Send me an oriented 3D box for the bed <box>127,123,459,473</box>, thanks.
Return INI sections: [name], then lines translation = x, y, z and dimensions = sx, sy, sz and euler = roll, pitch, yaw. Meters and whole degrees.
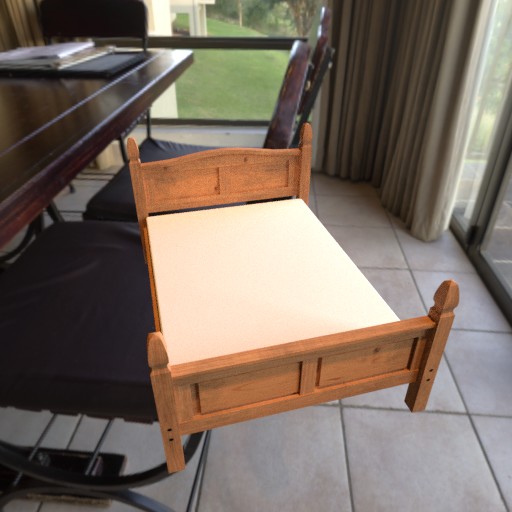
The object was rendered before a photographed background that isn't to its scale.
[bed]
translation = 0.000, 0.000, 2.960
dimensions = 1.490, 1.100, 2.069
euler = -8, 34, -13
